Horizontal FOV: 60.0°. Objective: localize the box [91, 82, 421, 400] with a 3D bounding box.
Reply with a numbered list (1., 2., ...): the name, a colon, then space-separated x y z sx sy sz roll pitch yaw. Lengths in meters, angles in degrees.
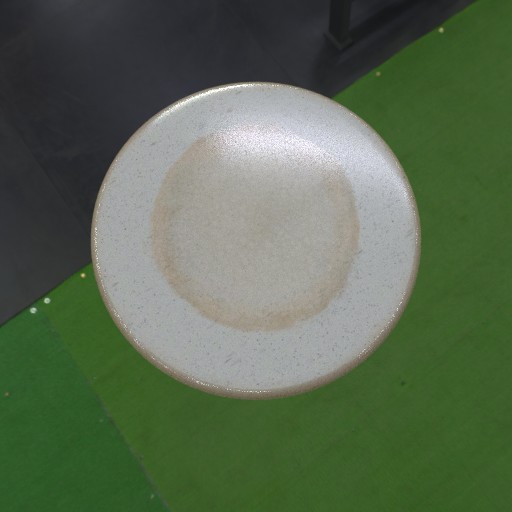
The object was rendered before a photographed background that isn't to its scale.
1. box: 0.000 0.000 0.261 0.154 0.123 0.154 0 76 0
